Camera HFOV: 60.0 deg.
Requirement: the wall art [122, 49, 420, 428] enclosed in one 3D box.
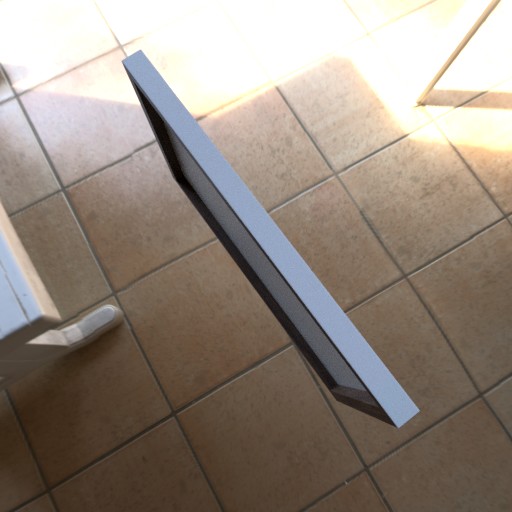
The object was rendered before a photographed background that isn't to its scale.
[{"bbox_3d":[0.000,0.000,1.159,0.050,0.610,0.914,-35,79,-8],"label":"wall art"}]
